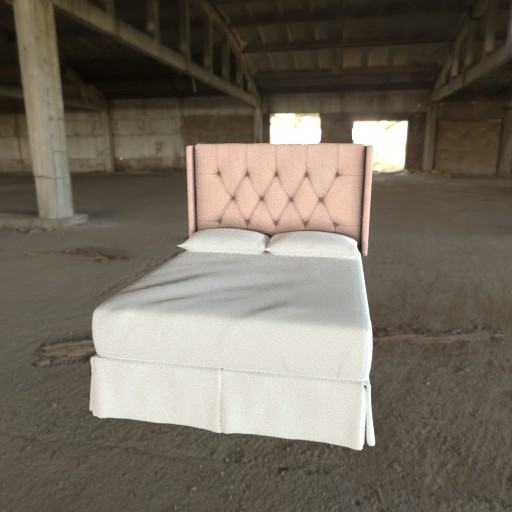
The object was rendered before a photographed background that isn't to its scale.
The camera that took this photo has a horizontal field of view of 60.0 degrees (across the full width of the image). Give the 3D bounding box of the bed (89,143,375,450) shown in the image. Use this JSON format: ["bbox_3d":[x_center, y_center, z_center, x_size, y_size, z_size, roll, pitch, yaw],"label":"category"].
[{"bbox_3d":[0.000,0.000,3.319,1.719,1.665,2.066,3,14,11],"label":"bed"}]
